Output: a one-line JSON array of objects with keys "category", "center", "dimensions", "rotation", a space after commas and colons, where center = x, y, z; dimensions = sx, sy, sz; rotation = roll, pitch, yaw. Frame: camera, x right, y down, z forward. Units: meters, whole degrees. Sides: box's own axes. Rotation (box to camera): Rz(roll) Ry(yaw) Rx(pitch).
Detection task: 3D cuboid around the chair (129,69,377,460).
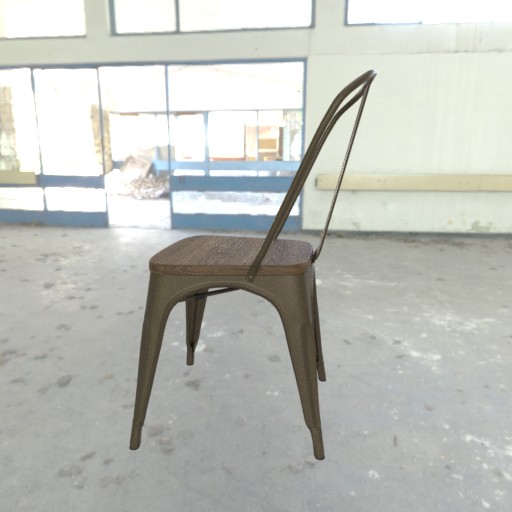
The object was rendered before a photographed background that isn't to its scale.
[{"category": "chair", "center": [0.000, 0.000, 1.113], "dimensions": [0.532, 0.844, 0.451], "rotation": [2, 13, 9]}]
